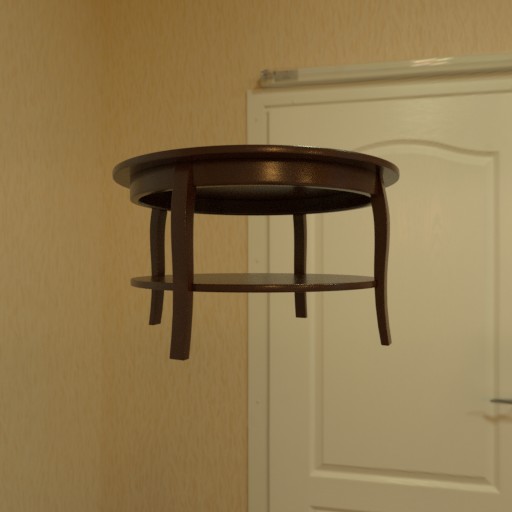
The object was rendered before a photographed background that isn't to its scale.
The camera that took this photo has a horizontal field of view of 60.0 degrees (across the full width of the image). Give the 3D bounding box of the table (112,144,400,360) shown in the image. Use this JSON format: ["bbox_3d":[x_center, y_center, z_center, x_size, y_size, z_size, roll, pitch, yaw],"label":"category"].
[{"bbox_3d":[0.000,0.000,1.476,0.911,0.512,0.911,0,0,0],"label":"table"}]
